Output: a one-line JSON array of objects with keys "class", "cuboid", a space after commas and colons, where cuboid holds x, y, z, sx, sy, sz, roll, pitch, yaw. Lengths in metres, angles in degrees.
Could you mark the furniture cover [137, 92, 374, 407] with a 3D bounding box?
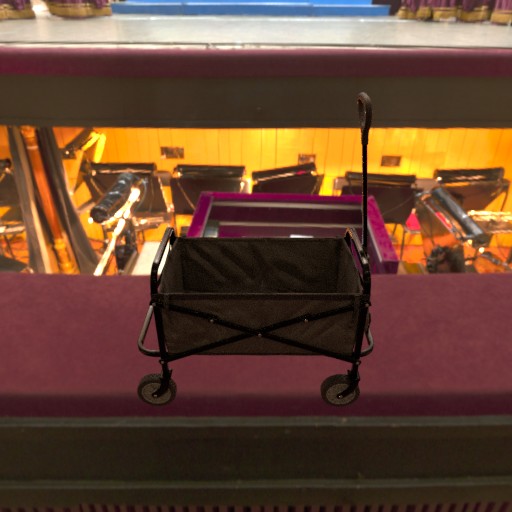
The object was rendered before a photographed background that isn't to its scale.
[{"class": "furniture cover", "cuboid": [0.000, 0.000, 1.846, 1.038, 1.295, 0.532, 0, 31, 0]}]
